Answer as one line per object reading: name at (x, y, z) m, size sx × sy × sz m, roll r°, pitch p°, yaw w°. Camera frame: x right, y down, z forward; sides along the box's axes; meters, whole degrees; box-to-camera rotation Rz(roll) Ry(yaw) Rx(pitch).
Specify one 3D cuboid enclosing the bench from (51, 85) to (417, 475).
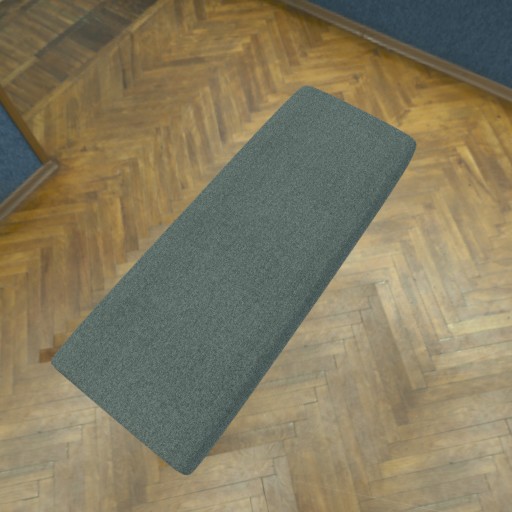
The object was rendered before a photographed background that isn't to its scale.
bench at (0.000, 0.000, 1.842) m, size 0.631 × 0.384 × 1.598 m, roll 33°, pitch 68°, yaw 15°
